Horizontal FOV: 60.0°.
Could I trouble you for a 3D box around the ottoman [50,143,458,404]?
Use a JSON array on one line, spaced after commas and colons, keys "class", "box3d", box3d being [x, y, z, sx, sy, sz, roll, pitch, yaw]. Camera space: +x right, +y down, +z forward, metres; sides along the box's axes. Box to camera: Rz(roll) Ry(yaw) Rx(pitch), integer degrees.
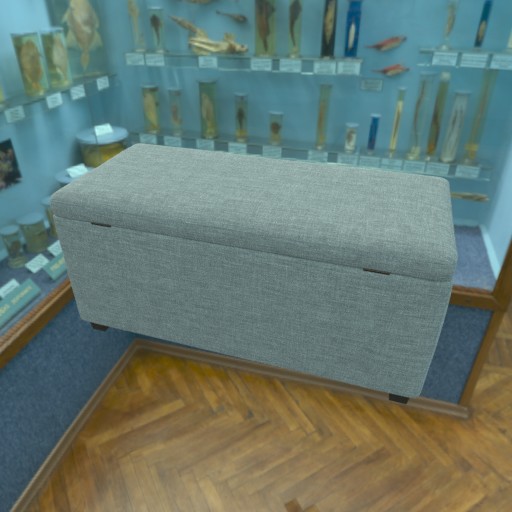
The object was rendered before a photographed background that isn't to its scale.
[{"class": "ottoman", "box3d": [0.000, 0.000, 1.155, 0.902, 0.432, 0.419, 10, 34, 15]}]
